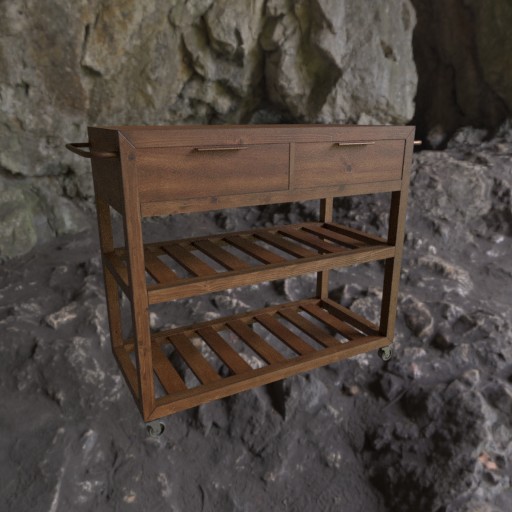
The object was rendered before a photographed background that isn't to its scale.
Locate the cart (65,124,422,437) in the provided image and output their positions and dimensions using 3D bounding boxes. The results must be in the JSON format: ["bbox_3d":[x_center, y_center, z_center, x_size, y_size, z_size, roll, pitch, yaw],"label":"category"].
[{"bbox_3d":[0.000,0.000,1.476,1.065,0.830,0.445,-9,20,-27],"label":"cart"}]
